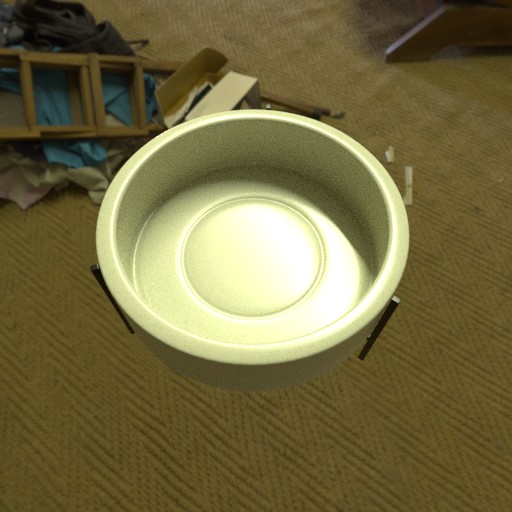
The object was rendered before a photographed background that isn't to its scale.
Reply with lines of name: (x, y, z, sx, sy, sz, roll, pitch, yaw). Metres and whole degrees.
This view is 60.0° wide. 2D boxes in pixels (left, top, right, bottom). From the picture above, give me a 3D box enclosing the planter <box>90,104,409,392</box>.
planter: (0.000, 0.000, 0.549, 0.345, 0.171, 0.336, 32, 64, 18)
